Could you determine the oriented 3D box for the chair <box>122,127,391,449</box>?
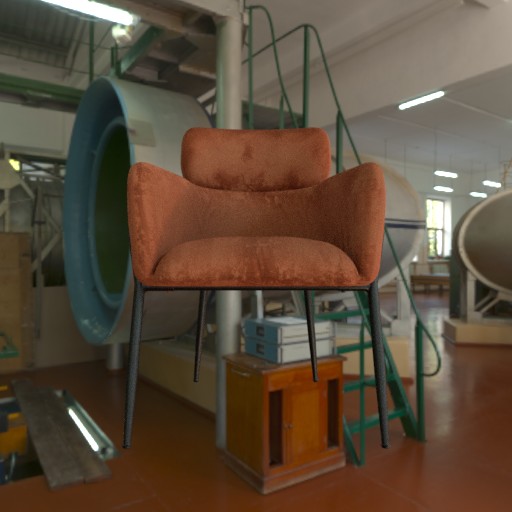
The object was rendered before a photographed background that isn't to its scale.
[{"bbox_3d":[0.000,0.000,1.136,0.561,0.772,0.523,0,0,0],"label":"chair"}]
